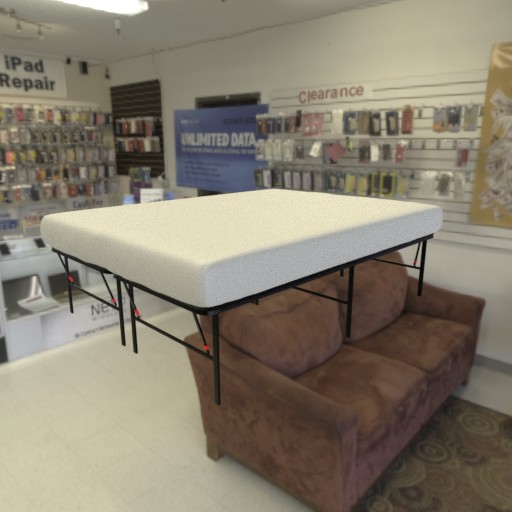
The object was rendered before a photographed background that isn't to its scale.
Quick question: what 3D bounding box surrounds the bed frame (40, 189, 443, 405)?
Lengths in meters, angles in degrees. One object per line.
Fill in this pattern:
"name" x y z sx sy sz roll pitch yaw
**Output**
"bed frame" 0.000 0.000 2.898 1.584 0.667 2.151 14 20 43
